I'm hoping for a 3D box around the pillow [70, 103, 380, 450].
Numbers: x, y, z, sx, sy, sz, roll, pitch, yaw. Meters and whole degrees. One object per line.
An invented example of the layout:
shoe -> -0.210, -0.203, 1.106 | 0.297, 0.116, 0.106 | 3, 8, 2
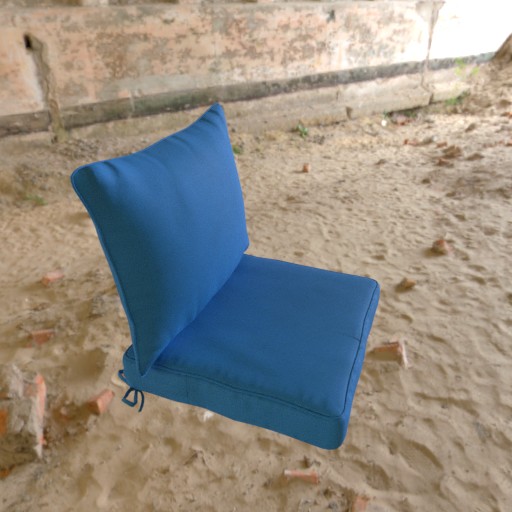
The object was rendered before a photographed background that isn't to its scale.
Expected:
pillow -> 0.000, 0.000, 1.352 | 0.733, 0.725, 0.798 | 11, 32, 18
